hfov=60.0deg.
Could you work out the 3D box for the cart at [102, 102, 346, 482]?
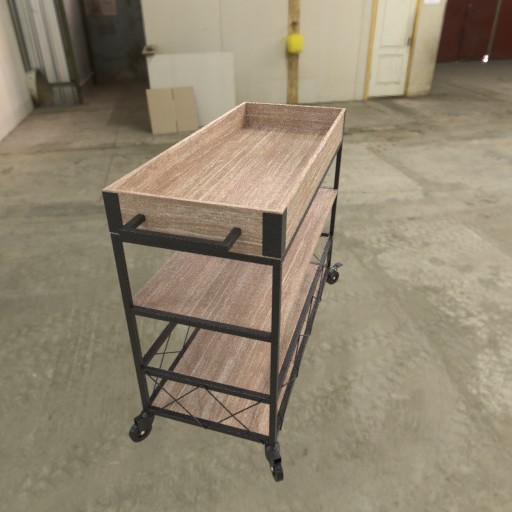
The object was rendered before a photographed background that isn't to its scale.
[{"bbox_3d":[0.000,0.000,1.486,0.500,0.787,1.101,9,31,15],"label":"cart"}]
